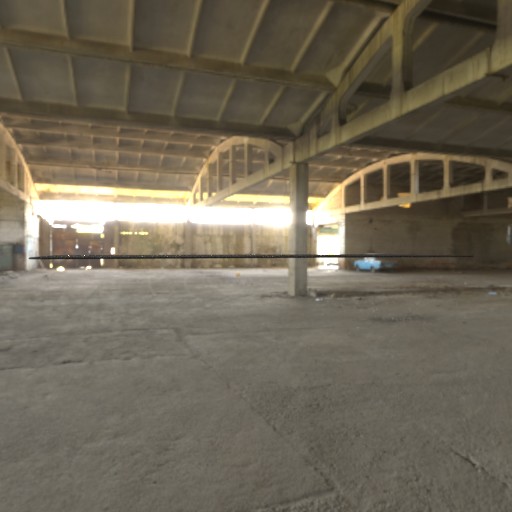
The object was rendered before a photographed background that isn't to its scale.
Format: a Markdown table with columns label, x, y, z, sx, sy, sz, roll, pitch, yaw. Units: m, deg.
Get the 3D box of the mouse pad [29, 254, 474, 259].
| label | x | y | z | sx | sy | sz | roll | pitch | yaw |
| --- | --- | --- | --- | --- | --- | --- | --- | --- | --- |
| mouse pad | 0.000 | 0.000 | 1.040 | 0.907 | 0.003 | 0.424 | 0 | 1 | -19 |
